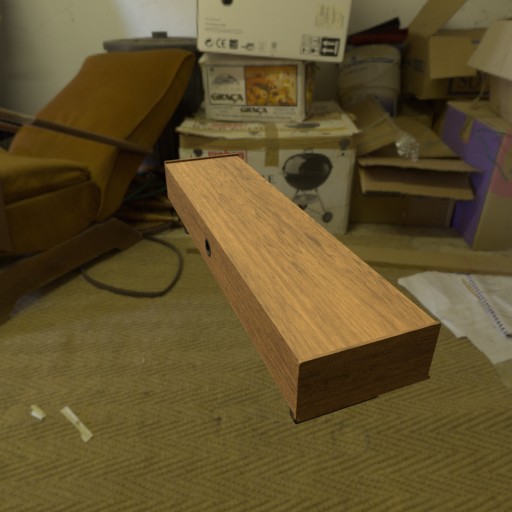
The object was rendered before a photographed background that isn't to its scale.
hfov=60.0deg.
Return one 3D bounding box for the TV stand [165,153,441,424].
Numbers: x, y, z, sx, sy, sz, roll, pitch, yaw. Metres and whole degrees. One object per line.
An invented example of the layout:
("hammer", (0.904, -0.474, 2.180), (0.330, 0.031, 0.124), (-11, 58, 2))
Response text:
("TV stand", (0.000, 0.000, 2.034), (0.467, 0.415, 1.796), (-11, 31, -19))
